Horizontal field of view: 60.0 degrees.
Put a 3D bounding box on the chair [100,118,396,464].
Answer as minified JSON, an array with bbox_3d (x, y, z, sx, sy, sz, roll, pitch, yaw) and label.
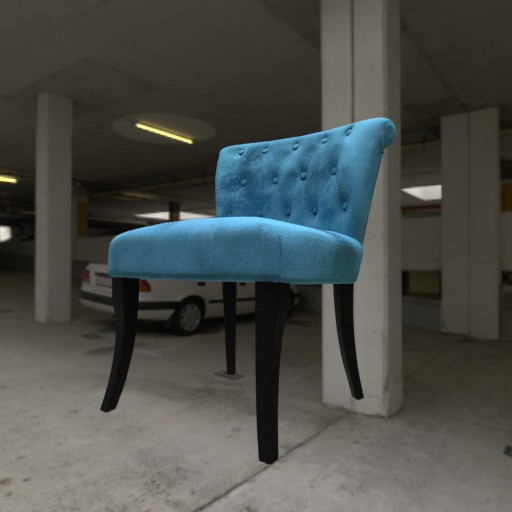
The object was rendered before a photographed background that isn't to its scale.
[{"bbox_3d":[0.000,0.000,1.167,0.582,0.750,0.605,-1,-1,36],"label":"chair"}]
